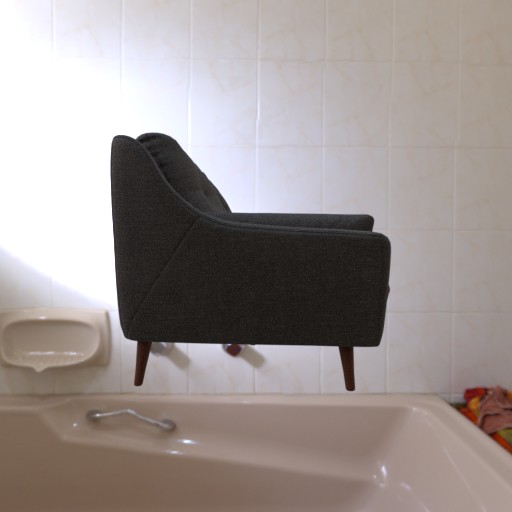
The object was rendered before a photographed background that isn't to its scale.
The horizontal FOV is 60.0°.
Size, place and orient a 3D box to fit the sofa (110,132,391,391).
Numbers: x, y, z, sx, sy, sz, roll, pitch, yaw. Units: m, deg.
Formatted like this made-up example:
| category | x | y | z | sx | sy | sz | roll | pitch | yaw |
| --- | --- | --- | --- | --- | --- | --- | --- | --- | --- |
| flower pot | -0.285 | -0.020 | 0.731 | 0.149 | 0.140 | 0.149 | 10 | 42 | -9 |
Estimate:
| category | x | y | z | sx | sy | sz | roll | pitch | yaw |
| --- | --- | --- | --- | --- | --- | --- | --- | --- | --- |
| sofa | 0.000 | 0.000 | 2.190 | 0.976 | 0.887 | 1.646 | 0 | 2 | 1 |
